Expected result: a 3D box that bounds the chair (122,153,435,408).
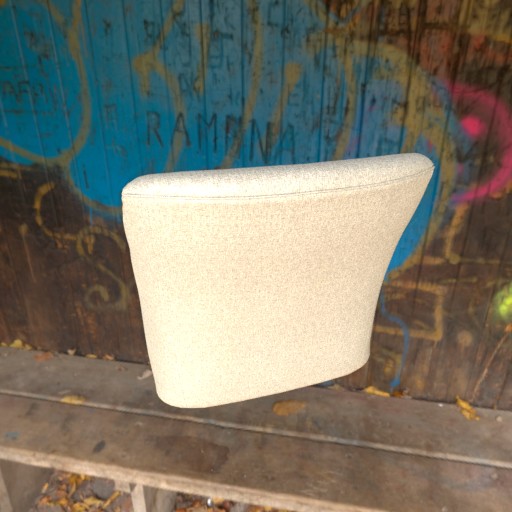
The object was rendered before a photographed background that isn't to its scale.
[{"bbox_3d":[0.000,0.000,1.574,0.864,0.856,0.923,-8,27,-16],"label":"chair"}]
